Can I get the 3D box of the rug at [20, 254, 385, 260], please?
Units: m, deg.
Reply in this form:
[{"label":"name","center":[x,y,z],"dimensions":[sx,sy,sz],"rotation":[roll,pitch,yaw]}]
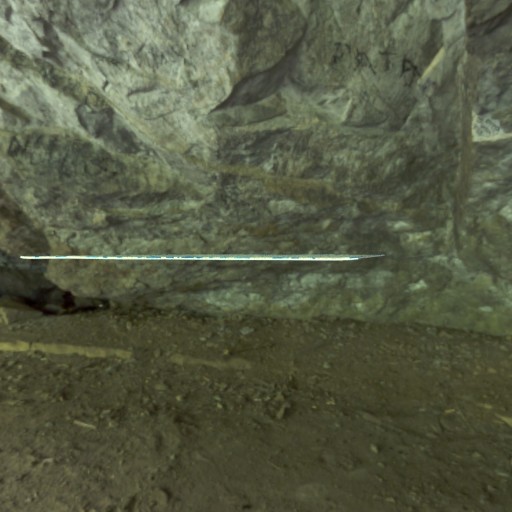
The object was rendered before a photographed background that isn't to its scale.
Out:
[{"label":"rug","center":[0.000,0.000,2.289],"dimensions":[1.209,0.011,1.830],"rotation":[0,0,18]}]
